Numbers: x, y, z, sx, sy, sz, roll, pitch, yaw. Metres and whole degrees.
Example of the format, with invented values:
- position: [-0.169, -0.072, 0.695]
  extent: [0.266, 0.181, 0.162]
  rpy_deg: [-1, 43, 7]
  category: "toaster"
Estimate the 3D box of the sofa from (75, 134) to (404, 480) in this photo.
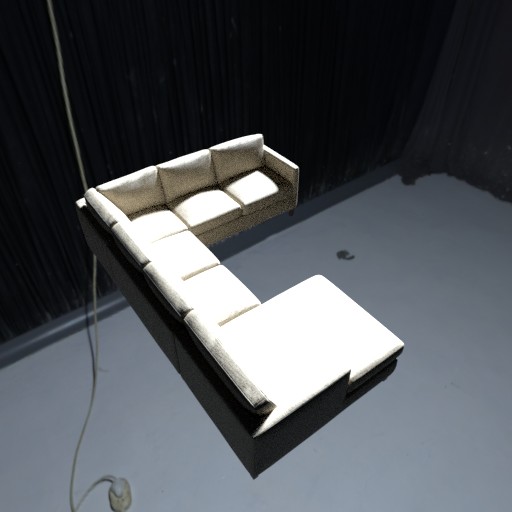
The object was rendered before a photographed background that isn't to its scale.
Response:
- position: [0.000, 0.000, 4.663]
  extent: [2.593, 0.959, 3.460]
  rpy_deg: [-26, 47, -27]
  category: "sofa"
